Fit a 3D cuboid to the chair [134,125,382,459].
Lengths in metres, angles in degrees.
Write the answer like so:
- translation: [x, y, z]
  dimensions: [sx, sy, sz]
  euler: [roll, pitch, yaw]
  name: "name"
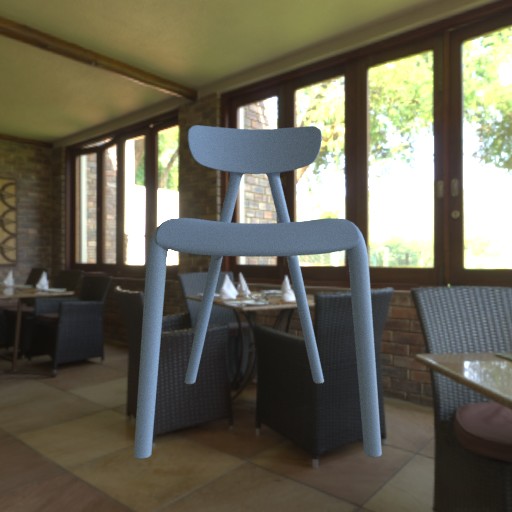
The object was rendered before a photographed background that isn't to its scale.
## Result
- translation: [0.000, 0.000, 0.829]
  dimensions: [0.356, 0.580, 0.401]
  euler: [0, 0, -1]
  name: "chair"
